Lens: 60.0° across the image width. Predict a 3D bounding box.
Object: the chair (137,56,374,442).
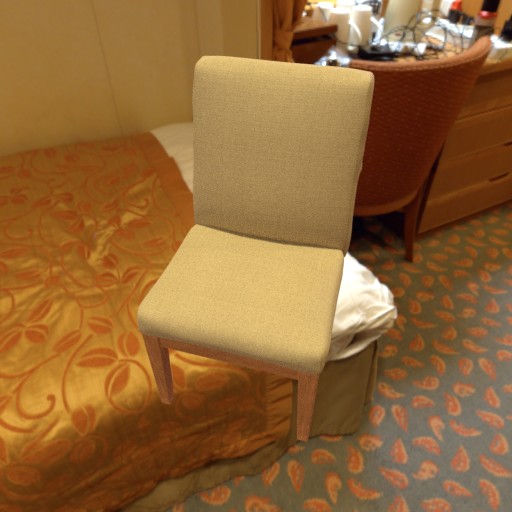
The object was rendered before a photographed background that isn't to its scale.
[{"bbox_3d":[0.000,0.000,1.276,0.507,0.911,0.586,11,43,12],"label":"chair"}]
